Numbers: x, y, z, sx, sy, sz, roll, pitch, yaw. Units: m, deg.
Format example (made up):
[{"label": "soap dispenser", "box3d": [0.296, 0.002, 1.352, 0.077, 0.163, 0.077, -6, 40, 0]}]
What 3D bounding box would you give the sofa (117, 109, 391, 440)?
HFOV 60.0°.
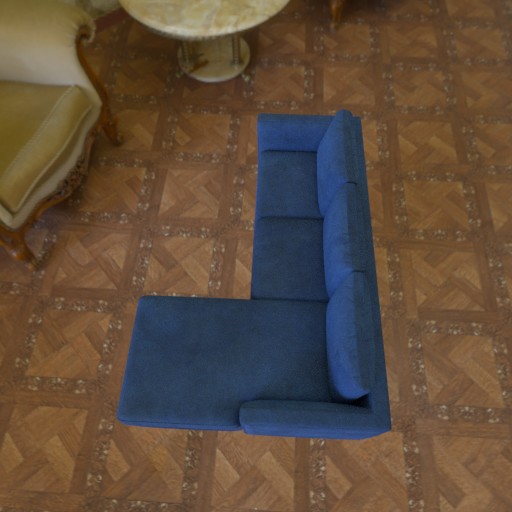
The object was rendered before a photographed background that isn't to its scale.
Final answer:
[{"label": "sofa", "box3d": [0.000, 0.000, 3.279, 1.622, 0.987, 2.438, 2, 60, 1]}]
